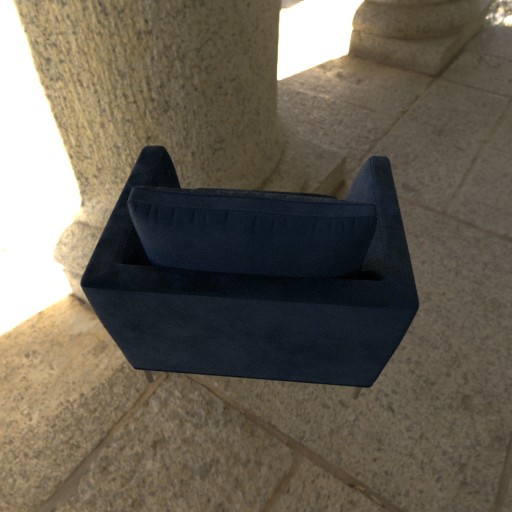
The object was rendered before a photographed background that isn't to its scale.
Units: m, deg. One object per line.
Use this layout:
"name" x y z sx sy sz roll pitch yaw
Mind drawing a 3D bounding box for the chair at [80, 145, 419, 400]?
"chair" 0.000 0.000 1.652 0.977 0.893 0.746 4 46 3
